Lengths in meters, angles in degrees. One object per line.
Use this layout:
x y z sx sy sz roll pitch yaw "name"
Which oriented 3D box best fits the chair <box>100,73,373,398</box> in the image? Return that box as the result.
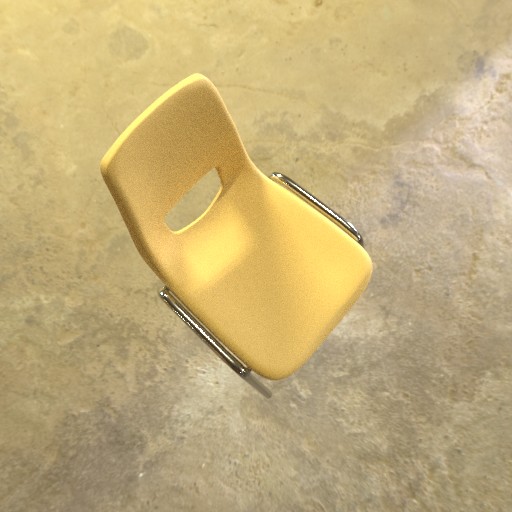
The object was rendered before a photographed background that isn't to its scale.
0.000 0.000 0.803 0.385 0.536 0.354 40 78 10 "chair"
